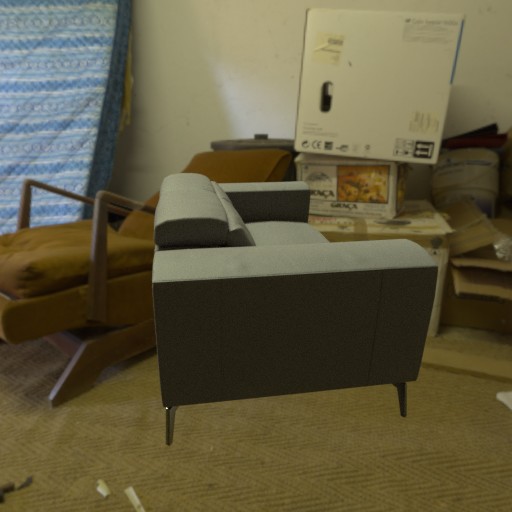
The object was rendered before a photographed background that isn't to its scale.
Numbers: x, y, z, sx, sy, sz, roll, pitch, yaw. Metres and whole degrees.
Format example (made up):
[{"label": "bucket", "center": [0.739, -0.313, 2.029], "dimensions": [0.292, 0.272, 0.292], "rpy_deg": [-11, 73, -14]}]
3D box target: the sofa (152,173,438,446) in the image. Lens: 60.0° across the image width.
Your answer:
[{"label": "sofa", "center": [0.000, 0.000, 2.399], "dimensions": [1.003, 0.779, 1.895], "rpy_deg": [-3, 18, -9]}]
